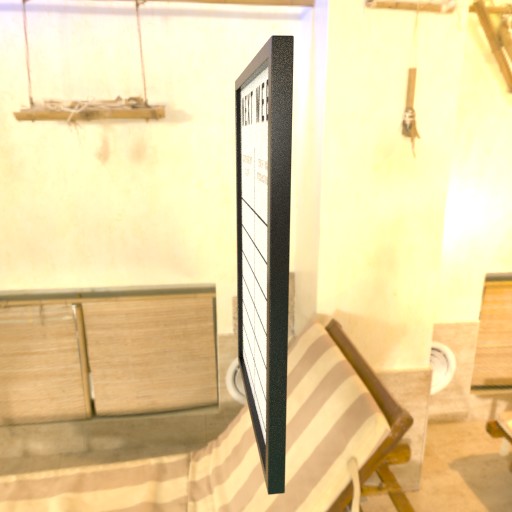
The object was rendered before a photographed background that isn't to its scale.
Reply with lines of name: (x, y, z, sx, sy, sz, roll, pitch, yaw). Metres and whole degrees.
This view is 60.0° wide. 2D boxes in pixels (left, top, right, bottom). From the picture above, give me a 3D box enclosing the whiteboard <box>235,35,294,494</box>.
whiteboard: (0.000, 0.000, 0.761, 0.026, 0.611, 0.406, -2, 15, -8)
